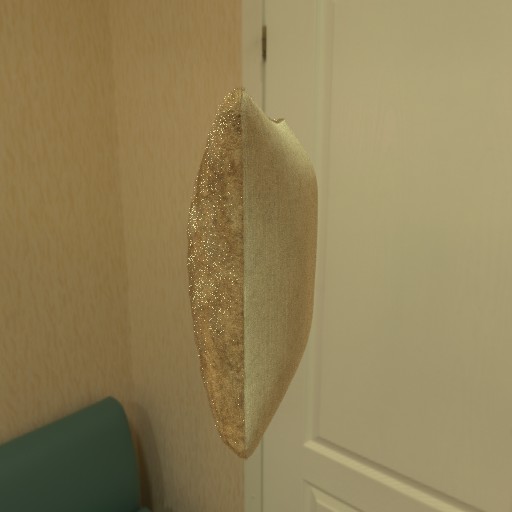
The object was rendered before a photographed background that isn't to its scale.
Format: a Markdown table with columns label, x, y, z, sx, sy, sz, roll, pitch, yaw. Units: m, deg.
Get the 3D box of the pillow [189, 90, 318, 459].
| label | x | y | z | sx | sy | sz | roll | pitch | yaw |
| --- | --- | --- | --- | --- | --- | --- | --- | --- | --- |
| pillow | 0.000 | 0.000 | 0.819 | 0.216 | 0.525 | 0.538 | 2 | 13 | 10 |
